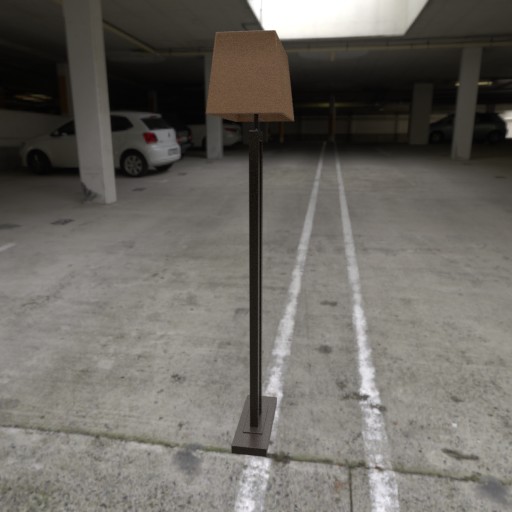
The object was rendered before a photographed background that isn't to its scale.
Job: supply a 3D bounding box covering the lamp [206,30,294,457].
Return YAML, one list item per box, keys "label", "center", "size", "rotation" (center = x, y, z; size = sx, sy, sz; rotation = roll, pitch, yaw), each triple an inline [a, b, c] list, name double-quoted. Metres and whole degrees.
- label: "lamp"
  center: [0.000, 0.000, 1.671]
  size: [0.233, 1.469, 0.475]
  rotation: [2, 14, 9]
